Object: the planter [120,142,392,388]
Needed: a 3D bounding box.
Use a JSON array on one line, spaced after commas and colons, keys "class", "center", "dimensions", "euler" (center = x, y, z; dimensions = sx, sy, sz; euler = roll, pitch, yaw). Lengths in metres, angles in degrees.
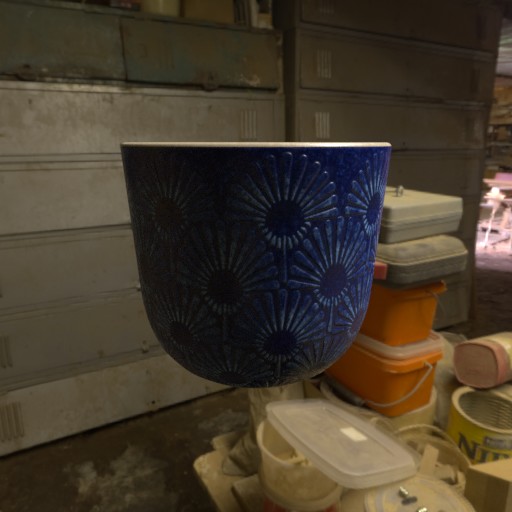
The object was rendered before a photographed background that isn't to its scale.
[{"class": "planter", "center": [0.000, 0.000, 0.307], "dimensions": [0.170, 0.153, 0.170], "euler": [0, 14, 0]}]
